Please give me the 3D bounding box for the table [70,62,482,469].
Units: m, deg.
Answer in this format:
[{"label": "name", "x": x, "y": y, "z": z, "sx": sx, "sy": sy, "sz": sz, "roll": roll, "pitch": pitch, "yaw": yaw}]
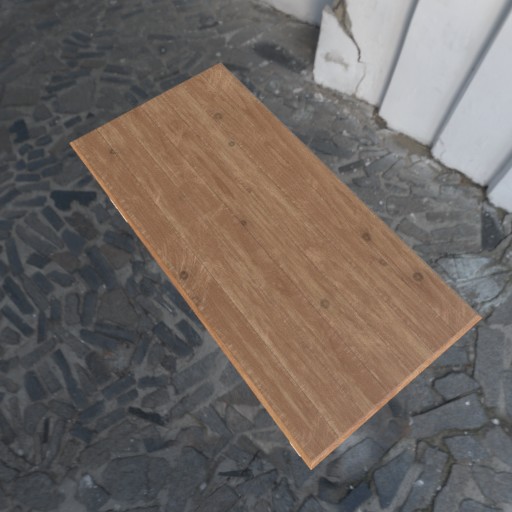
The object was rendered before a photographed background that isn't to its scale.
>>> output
[{"label": "table", "x": 0.000, "y": 0.000, "z": 1.414, "sx": 0.559, "sy": 0.458, "sz": 1.118, "roll": -35, "pitch": 69, "yaw": -15}]
